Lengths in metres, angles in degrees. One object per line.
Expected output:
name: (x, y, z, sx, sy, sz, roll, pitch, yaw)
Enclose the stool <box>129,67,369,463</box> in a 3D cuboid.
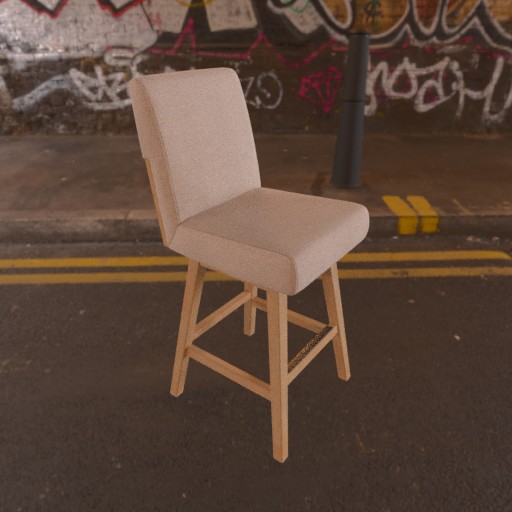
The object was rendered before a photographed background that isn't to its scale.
stool: (0.000, 0.000, 1.341, 0.543, 1.015, 0.446, 19, 33, 32)
